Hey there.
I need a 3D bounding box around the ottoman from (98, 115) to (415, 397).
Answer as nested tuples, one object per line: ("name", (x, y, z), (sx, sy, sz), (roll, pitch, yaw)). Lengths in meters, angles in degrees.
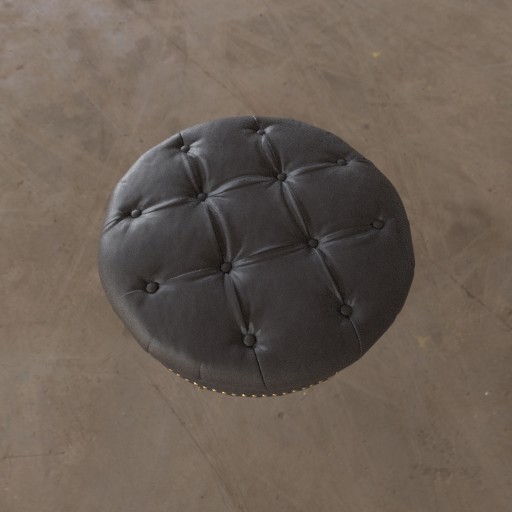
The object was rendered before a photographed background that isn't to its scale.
("ottoman", (0.000, 0.000, 1.381), (0.901, 0.439, 0.901), (0, 58, 0))
